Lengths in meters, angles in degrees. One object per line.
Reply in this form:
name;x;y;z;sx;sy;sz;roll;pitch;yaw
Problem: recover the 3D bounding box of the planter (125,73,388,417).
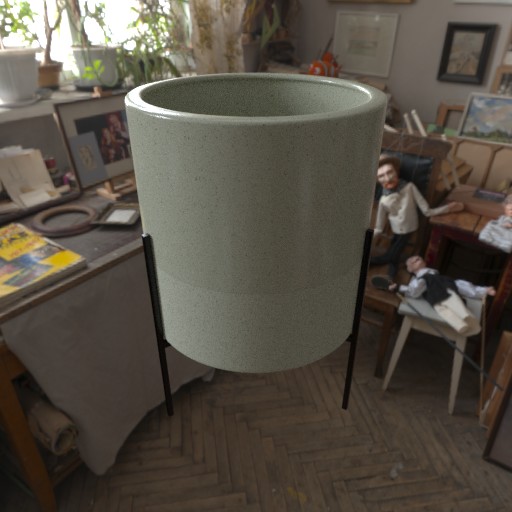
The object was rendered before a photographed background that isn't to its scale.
planter;0.000;0.000;0.667;0.314;0.475;0.323;-1;30;-2
